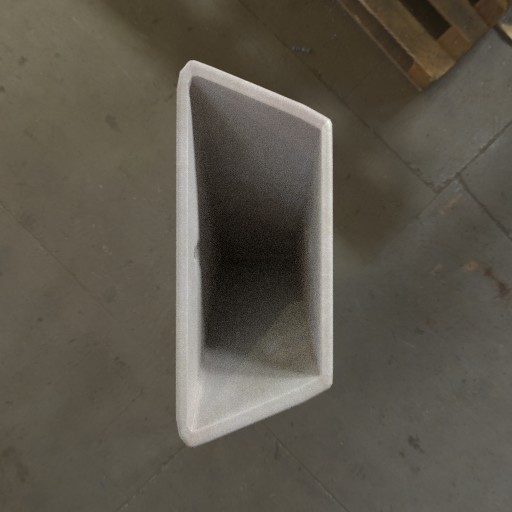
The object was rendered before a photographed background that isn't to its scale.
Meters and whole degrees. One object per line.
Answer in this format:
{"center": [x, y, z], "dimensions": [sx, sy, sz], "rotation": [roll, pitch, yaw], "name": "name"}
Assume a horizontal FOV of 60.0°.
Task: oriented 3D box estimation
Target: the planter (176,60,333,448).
{"center": [0.000, 0.000, 0.269], "dimensions": [0.060, 0.197, 0.150], "rotation": [0, 89, 0], "name": "planter"}
